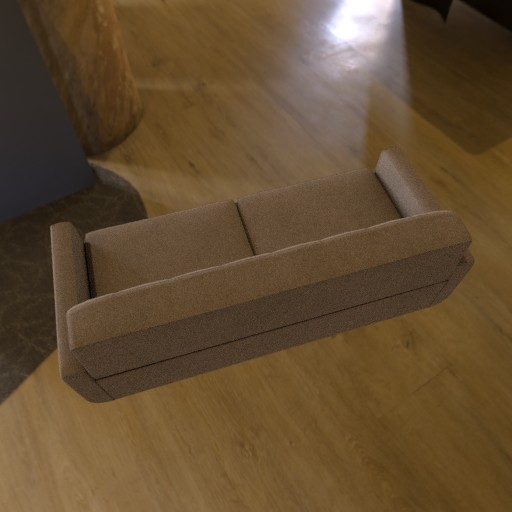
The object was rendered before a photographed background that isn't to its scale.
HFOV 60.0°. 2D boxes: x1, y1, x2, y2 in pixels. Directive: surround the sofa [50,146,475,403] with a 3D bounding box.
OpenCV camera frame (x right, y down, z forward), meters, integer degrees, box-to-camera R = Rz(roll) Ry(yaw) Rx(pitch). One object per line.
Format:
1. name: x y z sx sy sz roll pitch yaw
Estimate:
1. sofa: 0.000 0.000 2.411 2.029 0.841 0.909 -14 59 -9
